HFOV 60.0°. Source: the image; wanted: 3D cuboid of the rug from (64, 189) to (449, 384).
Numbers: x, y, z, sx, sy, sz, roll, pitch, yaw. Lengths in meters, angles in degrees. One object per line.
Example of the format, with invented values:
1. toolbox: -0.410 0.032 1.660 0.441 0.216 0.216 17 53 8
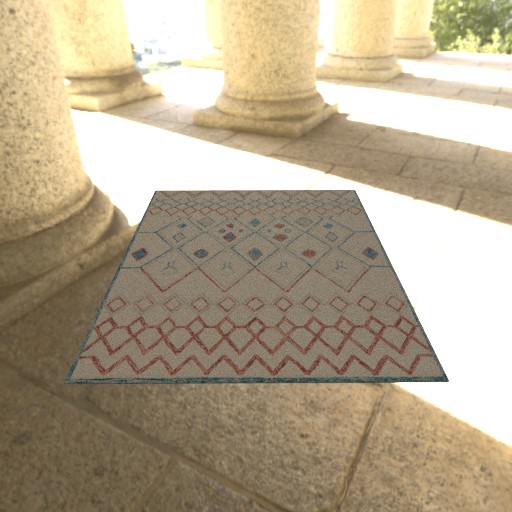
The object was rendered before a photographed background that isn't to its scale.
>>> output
1. rug: 0.000 0.000 4.095 2.441 0.016 3.050 0 32 0
